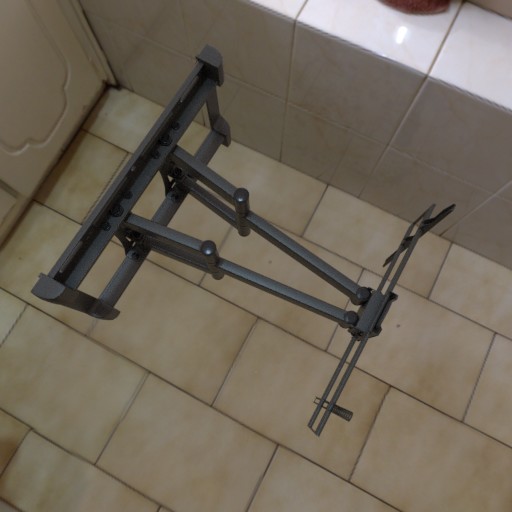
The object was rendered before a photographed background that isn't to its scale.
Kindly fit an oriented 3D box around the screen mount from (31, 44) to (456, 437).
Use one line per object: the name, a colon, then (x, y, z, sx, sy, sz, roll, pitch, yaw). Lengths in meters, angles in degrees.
screen mount: (0.000, 0.000, 0.942, 0.556, 0.424, 0.571, 29, 77, 7)
